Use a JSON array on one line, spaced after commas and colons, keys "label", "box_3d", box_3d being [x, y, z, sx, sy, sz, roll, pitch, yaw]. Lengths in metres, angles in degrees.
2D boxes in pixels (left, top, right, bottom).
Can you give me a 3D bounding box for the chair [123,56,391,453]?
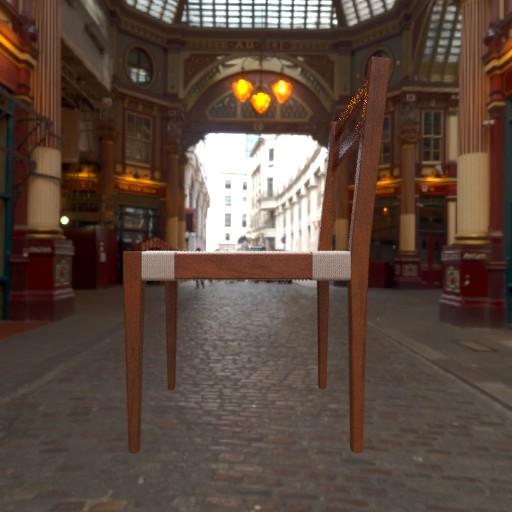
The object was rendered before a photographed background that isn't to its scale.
[{"label": "chair", "box_3d": [0.000, 0.000, 1.186, 0.569, 0.851, 0.495, 0, 0, -1]}]
